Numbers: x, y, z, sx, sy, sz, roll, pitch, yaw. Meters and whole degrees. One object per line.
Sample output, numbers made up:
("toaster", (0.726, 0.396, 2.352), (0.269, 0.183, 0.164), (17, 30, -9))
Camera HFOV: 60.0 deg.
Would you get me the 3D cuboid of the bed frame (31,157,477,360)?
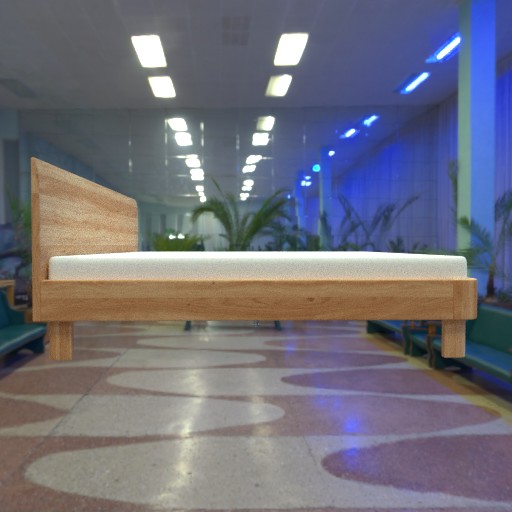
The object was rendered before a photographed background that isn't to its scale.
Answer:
("bed frame", (0.000, 0.000, 2.982), (2.092, 0.940, 1.872), (0, 1, -1))
